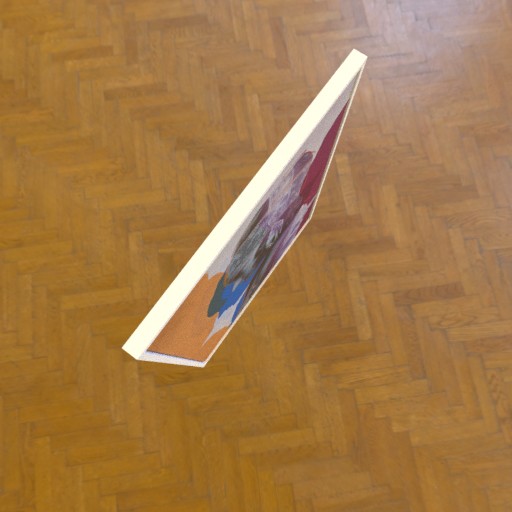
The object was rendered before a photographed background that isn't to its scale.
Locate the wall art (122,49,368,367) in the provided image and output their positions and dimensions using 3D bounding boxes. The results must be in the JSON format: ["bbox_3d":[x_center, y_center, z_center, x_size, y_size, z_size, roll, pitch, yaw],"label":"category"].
[{"bbox_3d":[0.000,0.000,1.399,0.039,1.050,0.795,35,78,9],"label":"wall art"}]
